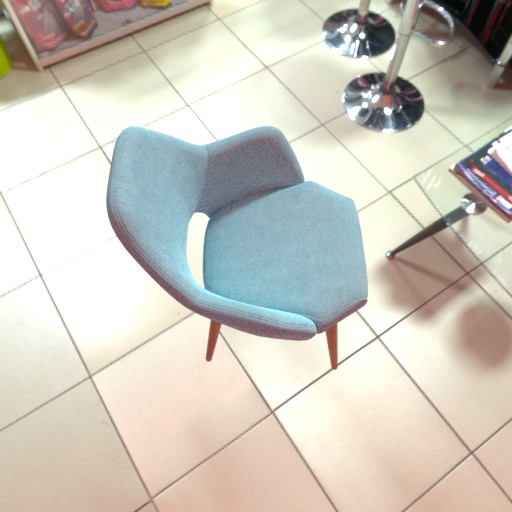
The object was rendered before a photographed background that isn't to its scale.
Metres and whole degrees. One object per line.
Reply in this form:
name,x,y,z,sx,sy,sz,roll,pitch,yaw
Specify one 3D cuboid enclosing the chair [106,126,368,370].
chair,0.000,0.000,1.284,0.610,0.840,0.590,-1,63,0
